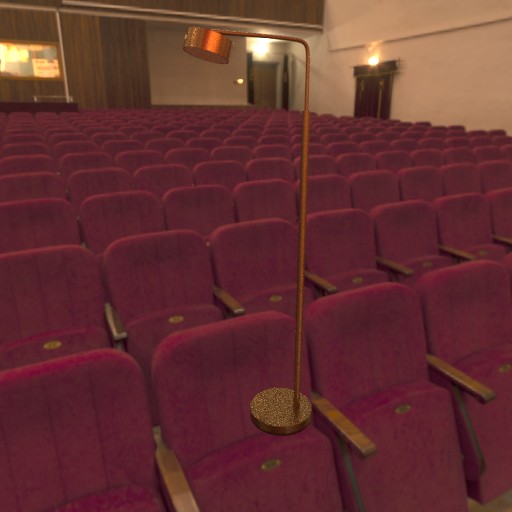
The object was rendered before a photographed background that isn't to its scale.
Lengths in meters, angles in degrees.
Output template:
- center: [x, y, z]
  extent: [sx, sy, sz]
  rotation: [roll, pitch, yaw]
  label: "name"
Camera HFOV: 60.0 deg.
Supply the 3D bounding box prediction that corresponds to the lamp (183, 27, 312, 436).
- center: [0.000, 0.000, 1.361]
  extent: [0.418, 1.230, 0.219]
  rotation: [-9, 20, -25]
  label: "lamp"
